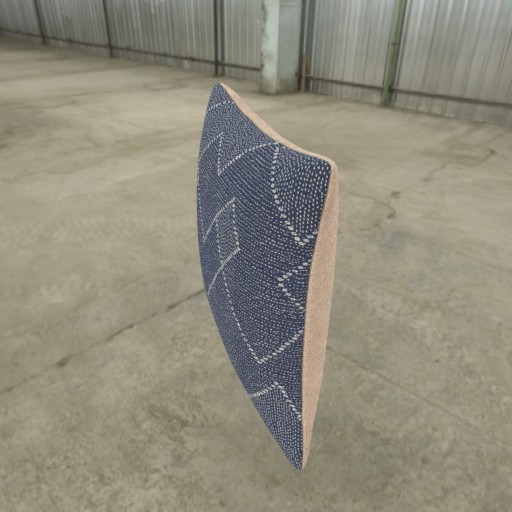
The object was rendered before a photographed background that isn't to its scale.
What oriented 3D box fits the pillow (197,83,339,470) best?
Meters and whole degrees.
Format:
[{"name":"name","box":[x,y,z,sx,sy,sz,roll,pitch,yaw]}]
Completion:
[{"name":"pillow","box":[0.000,0.000,0.669,0.148,0.428,0.435,-9,32,-15]}]
